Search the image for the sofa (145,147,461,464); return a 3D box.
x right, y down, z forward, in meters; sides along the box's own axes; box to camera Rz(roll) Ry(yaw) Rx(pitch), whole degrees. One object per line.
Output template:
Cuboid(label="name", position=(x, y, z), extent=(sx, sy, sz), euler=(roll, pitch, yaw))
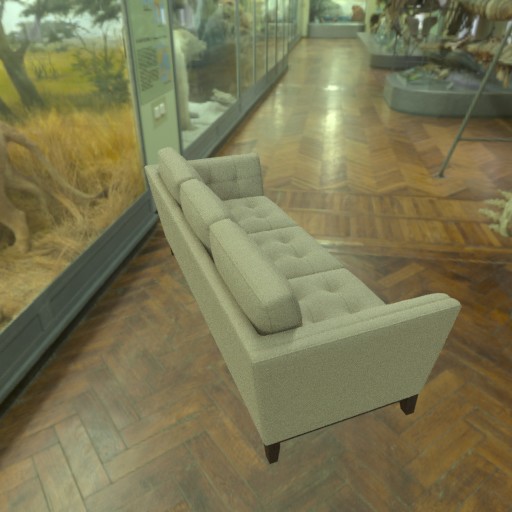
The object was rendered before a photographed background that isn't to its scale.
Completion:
Cuboid(label="sofa", position=(0.000, 0.000, 2.837), extent=(0.965, 0.940, 2.388), euler=(-11, 31, -19))
